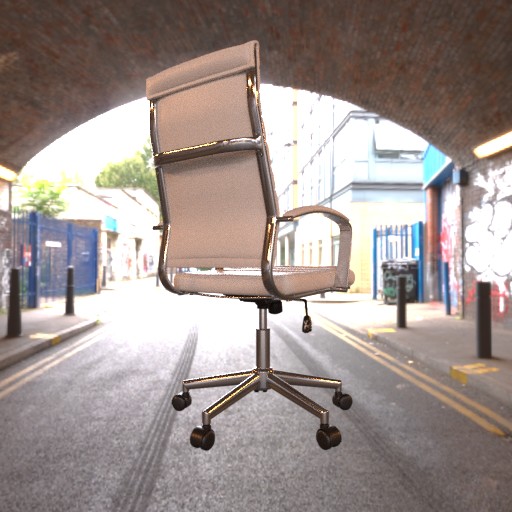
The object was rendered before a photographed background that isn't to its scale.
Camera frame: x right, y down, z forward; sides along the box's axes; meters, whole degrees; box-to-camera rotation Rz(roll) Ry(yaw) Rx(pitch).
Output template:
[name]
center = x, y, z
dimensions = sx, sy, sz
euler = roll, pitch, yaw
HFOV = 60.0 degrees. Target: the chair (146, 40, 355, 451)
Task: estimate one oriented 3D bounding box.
[chair]
center = 0.000, 0.000, 1.549
dimensions = 0.679, 1.149, 0.679
euler = -1, -1, 35
